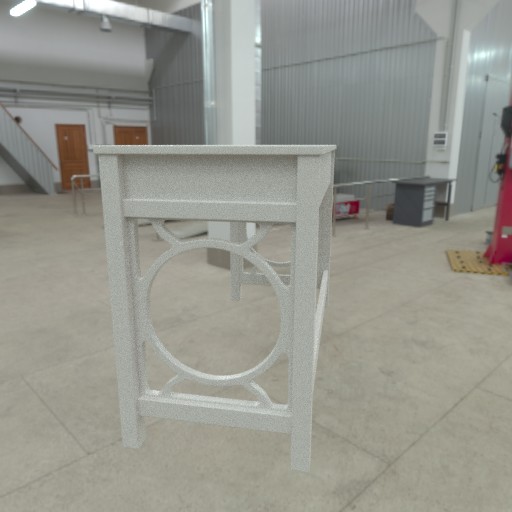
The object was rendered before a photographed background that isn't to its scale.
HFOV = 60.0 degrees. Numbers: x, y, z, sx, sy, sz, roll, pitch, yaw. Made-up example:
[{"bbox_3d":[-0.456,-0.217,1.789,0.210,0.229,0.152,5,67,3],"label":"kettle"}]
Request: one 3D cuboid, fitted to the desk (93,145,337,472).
[{"bbox_3d":[0.000,0.000,1.571,0.504,0.762,1.191,3,14,11],"label":"desk"}]
